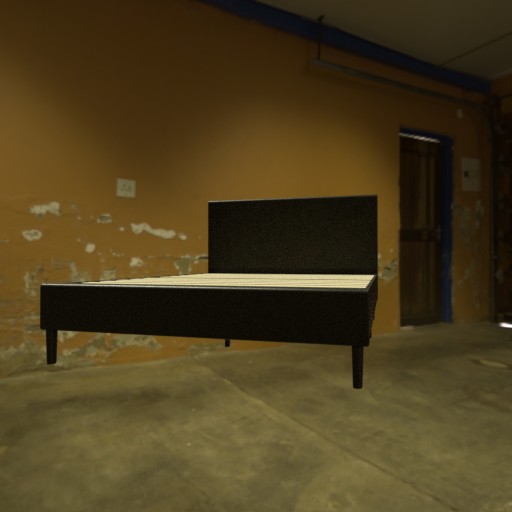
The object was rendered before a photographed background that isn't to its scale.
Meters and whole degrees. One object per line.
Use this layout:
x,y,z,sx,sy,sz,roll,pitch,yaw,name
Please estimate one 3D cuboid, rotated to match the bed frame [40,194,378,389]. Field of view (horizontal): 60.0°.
0.000,0.000,3.150,1.634,1.127,2.318,0,-1,16,bed frame
